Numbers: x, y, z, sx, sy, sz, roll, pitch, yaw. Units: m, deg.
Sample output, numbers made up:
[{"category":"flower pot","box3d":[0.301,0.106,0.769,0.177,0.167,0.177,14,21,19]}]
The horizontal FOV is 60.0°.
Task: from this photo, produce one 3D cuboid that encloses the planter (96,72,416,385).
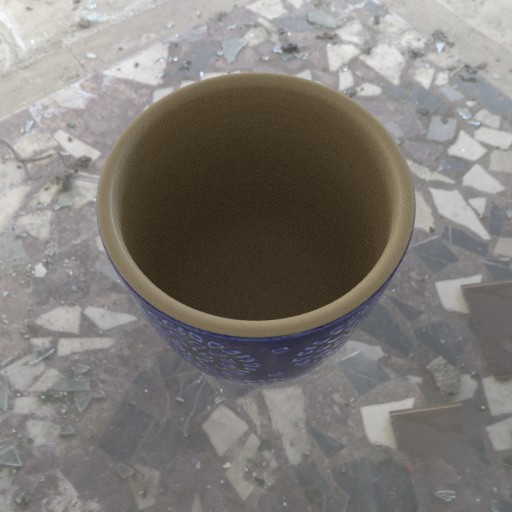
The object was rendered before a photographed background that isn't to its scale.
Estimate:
[{"category":"planter","box3d":[0.000,0.000,0.200,0.109,0.112,0.109,0,64,0]}]
